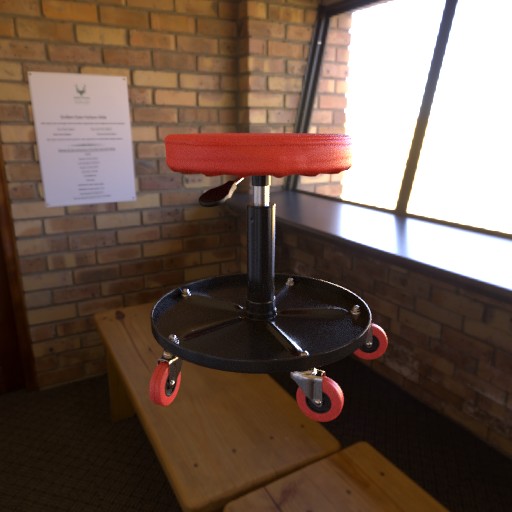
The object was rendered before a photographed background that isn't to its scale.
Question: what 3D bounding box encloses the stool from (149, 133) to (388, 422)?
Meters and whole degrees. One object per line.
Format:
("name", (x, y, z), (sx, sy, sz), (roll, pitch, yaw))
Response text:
("stool", (0.000, 0.000, 0.688), (0.381, 0.365, 0.382), (9, 18, 27))
